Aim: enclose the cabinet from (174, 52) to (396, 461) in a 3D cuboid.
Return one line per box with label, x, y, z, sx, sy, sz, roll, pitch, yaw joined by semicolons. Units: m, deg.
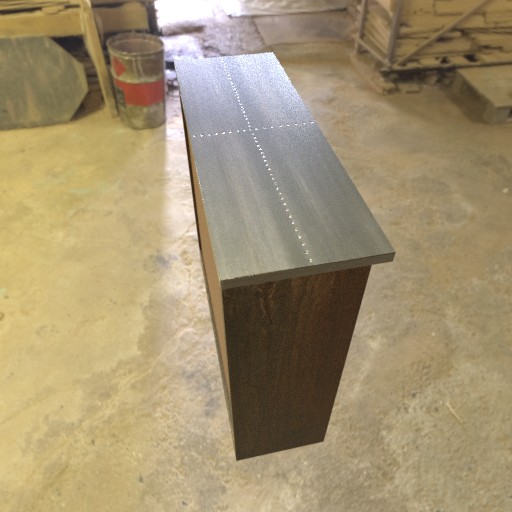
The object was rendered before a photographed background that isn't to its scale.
cabinet;0.000;0.000;1.461;0.338;0.919;0.968;-9;46;-8
